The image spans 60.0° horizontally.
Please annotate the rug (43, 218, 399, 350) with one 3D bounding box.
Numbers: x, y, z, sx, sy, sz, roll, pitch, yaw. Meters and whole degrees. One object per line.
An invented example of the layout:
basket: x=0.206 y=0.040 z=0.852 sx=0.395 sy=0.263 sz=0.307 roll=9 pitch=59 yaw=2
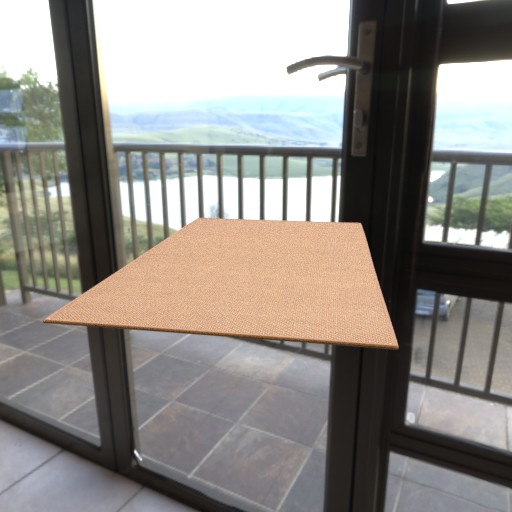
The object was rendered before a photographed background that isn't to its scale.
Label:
rug: x=0.000 y=0.000 z=2.079 sx=1.067 sy=0.013 sz=1.676 roll=3 pitch=16 yaw=9
